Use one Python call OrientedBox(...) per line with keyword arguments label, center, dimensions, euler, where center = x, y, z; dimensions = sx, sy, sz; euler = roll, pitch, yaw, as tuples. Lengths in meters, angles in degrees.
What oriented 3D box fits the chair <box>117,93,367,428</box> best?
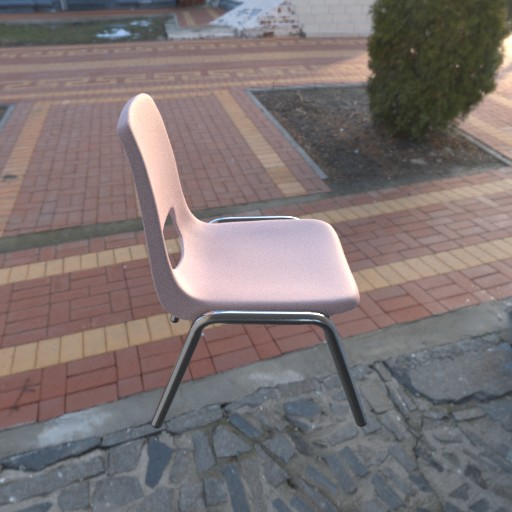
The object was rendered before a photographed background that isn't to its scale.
OrientedBox(label="chair", center=(0.000, 0.000, 0.850), dimensions=(0.423, 0.586, 0.354), euler=(-1, 33, -2))
